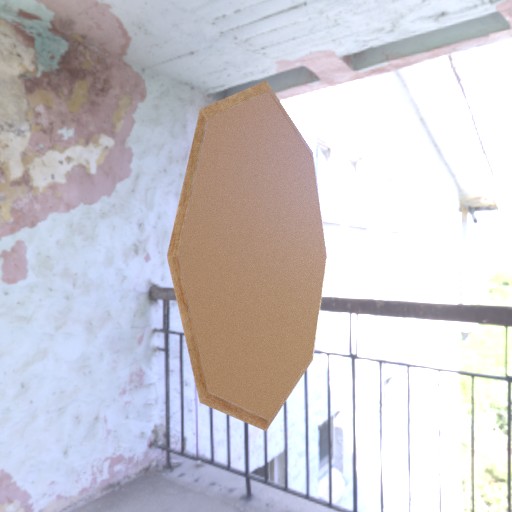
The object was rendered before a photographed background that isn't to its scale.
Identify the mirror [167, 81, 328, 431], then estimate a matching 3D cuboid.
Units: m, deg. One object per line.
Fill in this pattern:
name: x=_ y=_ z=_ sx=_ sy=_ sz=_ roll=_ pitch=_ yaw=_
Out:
mirror: x=0.000 y=0.000 z=0.996 sx=0.070 sy=0.774 sz=0.577 roll=0 pitch=0 yaw=37
